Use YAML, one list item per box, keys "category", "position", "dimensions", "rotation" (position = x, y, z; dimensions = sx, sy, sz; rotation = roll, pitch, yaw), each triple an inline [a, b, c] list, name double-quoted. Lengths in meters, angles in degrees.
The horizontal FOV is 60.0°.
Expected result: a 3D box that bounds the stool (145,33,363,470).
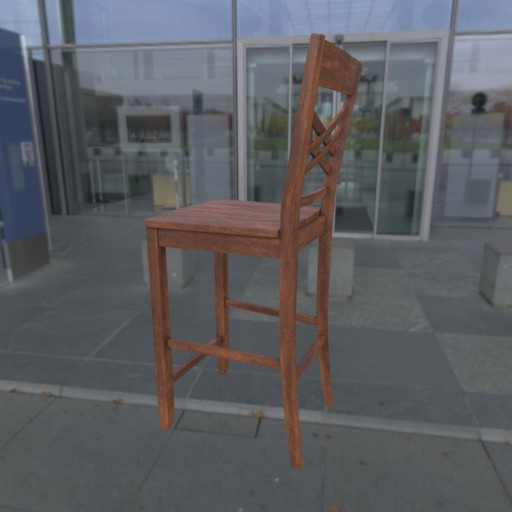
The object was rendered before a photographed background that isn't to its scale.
- category: "stool"
  position: [0.000, 0.000, 1.319]
  dimensions: [0.504, 1.098, 0.426]
  rotation: [7, 17, 24]
